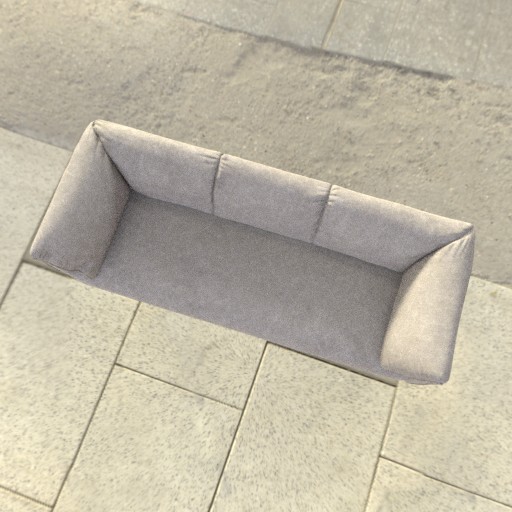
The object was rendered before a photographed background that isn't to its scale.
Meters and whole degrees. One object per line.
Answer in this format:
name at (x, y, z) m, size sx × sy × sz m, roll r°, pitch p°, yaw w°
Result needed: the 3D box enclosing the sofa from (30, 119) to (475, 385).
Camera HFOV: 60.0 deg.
sofa at (0.000, 0.000, 2.631) m, size 2.238 × 0.758 × 0.899 m, roll 16°, pitch 76°, yaw 4°
